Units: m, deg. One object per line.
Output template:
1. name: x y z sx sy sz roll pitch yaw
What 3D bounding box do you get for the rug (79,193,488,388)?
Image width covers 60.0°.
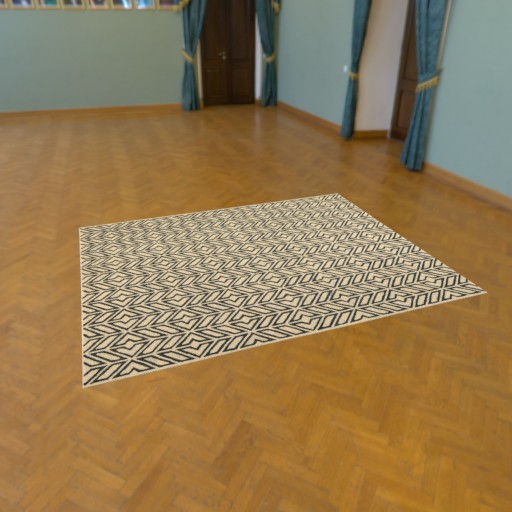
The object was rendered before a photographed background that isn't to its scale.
1. rug: 0.000 0.000 4.072 3.045 0.008 2.421 -10 30 -17
